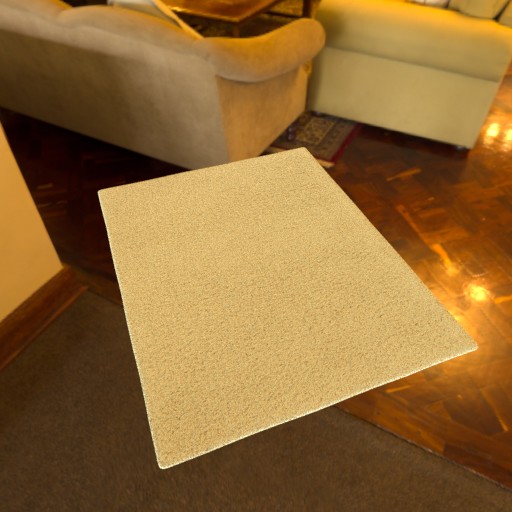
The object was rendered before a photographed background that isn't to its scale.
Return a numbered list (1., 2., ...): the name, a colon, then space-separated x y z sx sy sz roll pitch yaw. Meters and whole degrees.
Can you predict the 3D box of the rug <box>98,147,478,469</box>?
1. rug: 0.000 0.000 4.027 2.438 0.029 3.047 -15 47 -15
